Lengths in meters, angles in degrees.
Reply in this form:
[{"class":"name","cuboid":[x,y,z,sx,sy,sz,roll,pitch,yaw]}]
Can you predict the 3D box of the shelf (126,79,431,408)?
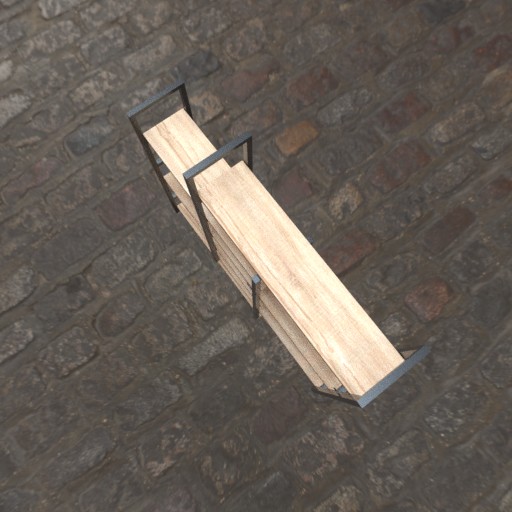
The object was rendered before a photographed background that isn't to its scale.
[{"class":"shelf","cuboid":[0.000,0.000,1.419,0.183,0.921,0.946,-36,78,-9]}]
